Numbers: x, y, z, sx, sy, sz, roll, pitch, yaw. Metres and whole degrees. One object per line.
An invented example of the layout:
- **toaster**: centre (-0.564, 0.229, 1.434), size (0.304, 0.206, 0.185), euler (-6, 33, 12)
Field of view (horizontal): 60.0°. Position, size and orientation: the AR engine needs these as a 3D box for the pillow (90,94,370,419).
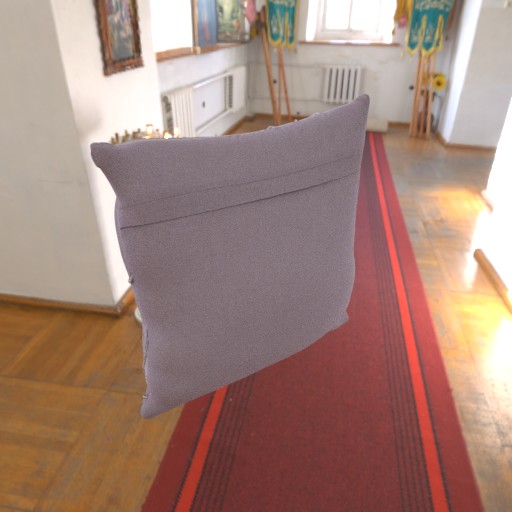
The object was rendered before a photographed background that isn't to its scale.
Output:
- **pillow**: centre (0.000, 0.000, 0.689), size (0.439, 0.440, 0.185), euler (-19, 35, -30)
